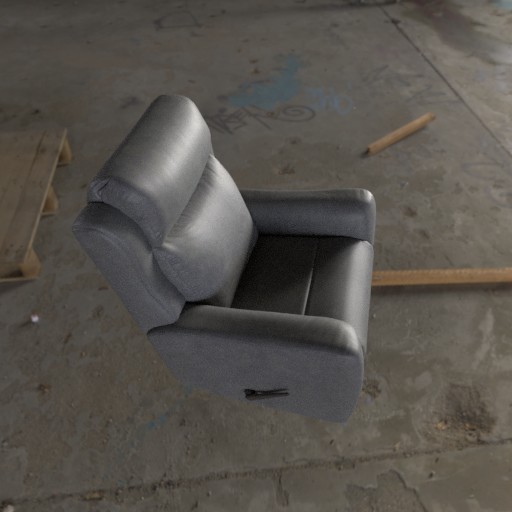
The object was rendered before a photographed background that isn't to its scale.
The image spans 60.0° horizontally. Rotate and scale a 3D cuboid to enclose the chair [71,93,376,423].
[{"bbox_3d":[0.000,0.000,1.942,1.068,1.116,0.967,10,48,9],"label":"chair"}]
